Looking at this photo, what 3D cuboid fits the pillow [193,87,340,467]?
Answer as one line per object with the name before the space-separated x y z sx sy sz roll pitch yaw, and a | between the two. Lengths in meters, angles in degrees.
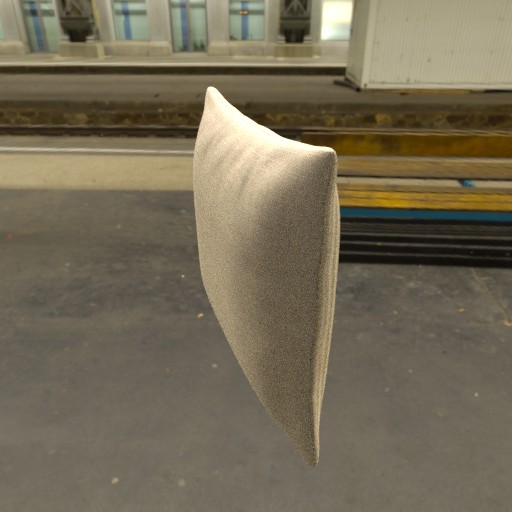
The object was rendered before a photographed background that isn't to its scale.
pillow | 0.000 0.000 0.796 0.166 0.510 0.523 -10 30 -17
